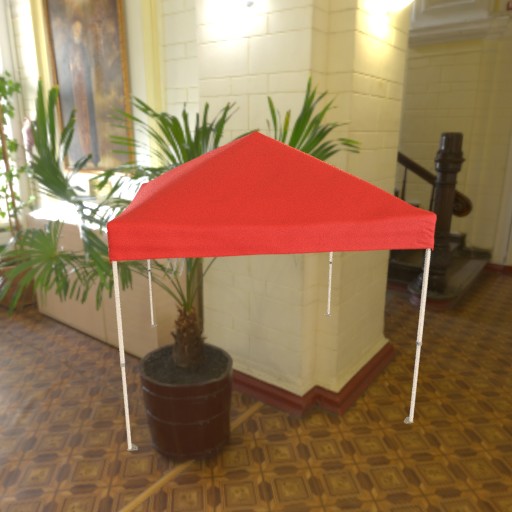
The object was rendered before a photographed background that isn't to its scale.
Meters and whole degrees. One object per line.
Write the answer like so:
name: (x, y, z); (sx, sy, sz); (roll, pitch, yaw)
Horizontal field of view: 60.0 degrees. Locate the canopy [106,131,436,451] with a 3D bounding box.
canopy: (0.000, 0.000, 5.529); (2.996, 2.997, 2.998); (-2, 16, -8)
